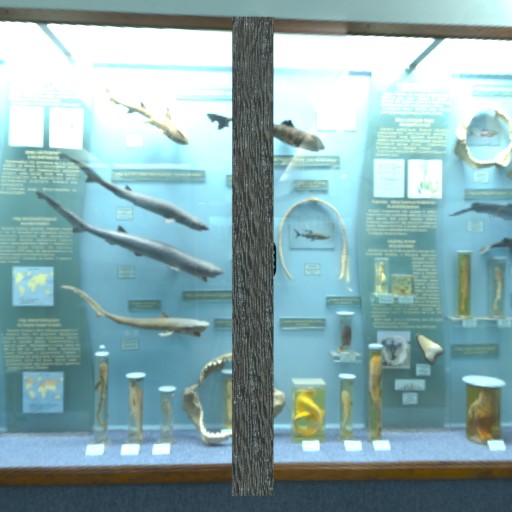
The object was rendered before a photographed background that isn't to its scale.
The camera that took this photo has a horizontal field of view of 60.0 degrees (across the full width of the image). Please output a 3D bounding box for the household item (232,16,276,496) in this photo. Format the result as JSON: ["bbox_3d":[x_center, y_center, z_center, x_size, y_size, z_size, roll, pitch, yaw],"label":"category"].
[{"bbox_3d":[0.000,0.000,0.233,0.020,0.180,0.133,0,0,-1],"label":"household item"}]
